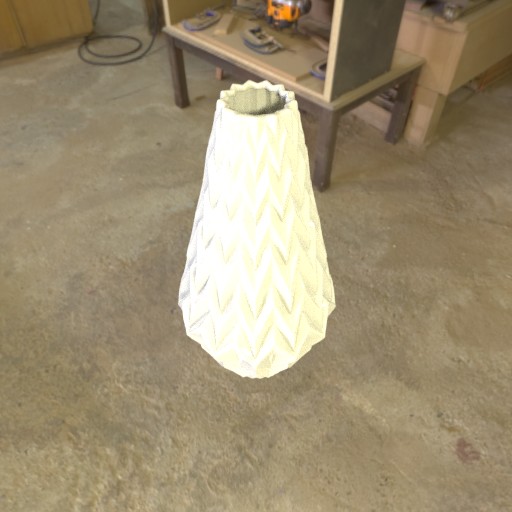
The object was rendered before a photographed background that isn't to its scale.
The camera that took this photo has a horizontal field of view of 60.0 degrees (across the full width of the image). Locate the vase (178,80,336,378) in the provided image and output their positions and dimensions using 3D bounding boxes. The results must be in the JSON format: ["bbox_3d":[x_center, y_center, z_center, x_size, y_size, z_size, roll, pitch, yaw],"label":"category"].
[{"bbox_3d":[0.000,0.000,0.429,0.167,0.328,0.167,0,48,0],"label":"vase"}]
